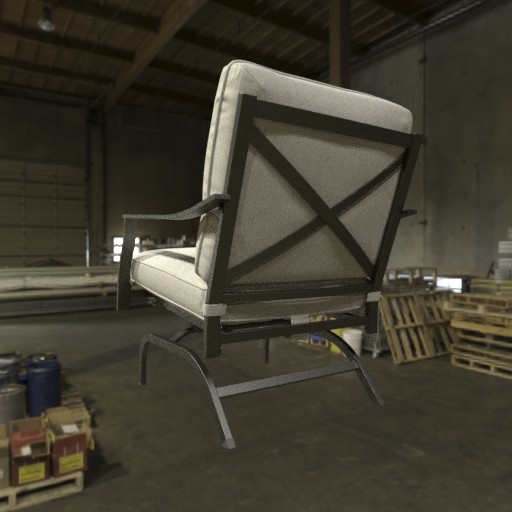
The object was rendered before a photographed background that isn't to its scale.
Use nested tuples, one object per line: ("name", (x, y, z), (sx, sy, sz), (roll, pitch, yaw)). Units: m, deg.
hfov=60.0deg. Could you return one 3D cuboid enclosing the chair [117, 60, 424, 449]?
("chair", (0.000, 0.000, 1.359), (0.650, 0.860, 0.787), (0, 1, -34))
